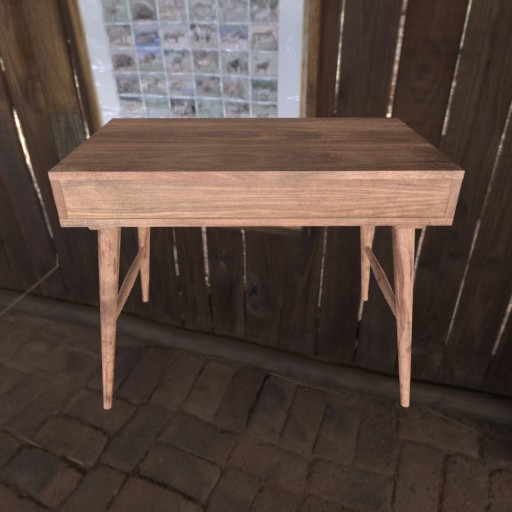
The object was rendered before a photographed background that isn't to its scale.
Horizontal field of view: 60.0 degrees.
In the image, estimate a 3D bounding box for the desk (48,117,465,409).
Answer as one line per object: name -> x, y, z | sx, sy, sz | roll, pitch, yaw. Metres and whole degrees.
desk -> 0.000, 0.000, 1.435 | 0.949, 0.758, 0.588 | 0, 30, 0
